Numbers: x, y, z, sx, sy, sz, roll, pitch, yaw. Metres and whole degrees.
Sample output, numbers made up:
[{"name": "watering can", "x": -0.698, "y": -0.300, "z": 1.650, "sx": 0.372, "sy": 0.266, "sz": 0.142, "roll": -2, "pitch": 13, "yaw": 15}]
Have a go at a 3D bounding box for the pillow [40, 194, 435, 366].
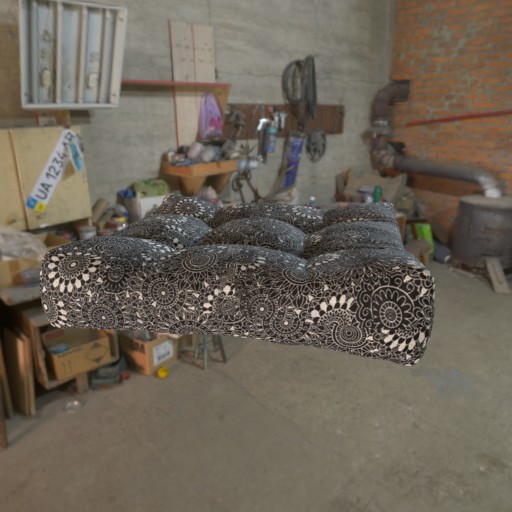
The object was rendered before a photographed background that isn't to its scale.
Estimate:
[{"name": "pillow", "x": 0.000, "y": 0.000, "z": 0.729, "sx": 0.490, "sy": 0.128, "sz": 0.468, "roll": 3, "pitch": 17, "yaw": 10}]
